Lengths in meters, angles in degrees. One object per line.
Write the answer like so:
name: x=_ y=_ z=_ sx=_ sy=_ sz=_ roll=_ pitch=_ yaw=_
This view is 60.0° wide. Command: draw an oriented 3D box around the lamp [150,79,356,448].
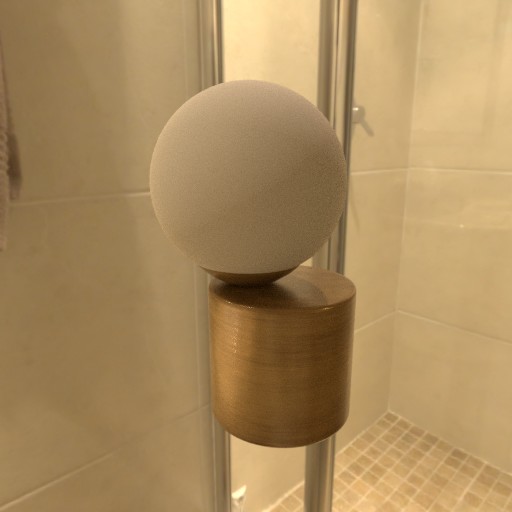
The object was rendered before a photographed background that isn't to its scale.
lamp: x=0.000 y=0.000 z=0.337 sx=0.152 sy=0.250 sz=0.141 roll=2 pitch=15 yaw=9
